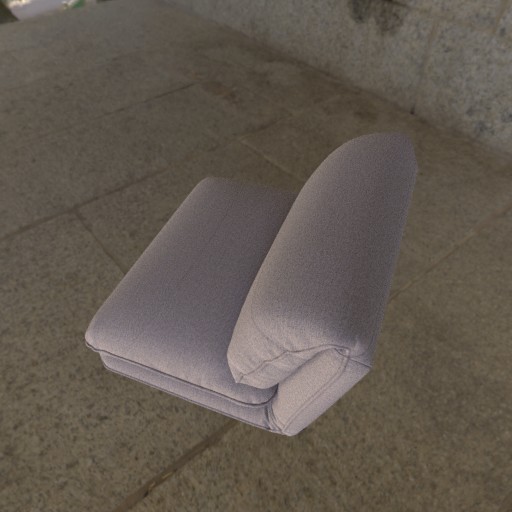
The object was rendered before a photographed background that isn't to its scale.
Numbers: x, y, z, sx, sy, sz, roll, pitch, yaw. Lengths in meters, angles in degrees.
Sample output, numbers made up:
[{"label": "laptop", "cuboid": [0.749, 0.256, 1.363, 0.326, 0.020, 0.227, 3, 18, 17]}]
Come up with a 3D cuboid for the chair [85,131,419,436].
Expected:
[{"label": "chair", "cuboid": [0.000, 0.000, 1.345, 0.780, 0.580, 0.820, 16, 48, 15]}]
